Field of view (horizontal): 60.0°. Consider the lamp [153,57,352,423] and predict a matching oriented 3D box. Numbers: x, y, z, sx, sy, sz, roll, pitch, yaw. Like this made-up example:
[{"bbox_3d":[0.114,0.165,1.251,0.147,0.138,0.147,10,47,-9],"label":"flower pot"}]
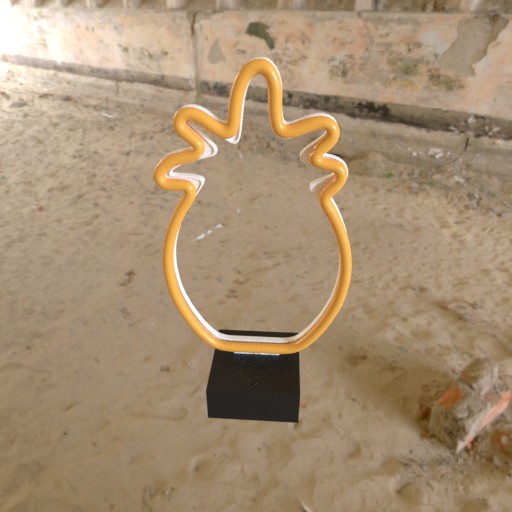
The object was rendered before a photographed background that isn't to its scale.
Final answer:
[{"bbox_3d":[0.000,0.000,0.387,0.167,0.317,0.088,2,30,3],"label":"lamp"}]
